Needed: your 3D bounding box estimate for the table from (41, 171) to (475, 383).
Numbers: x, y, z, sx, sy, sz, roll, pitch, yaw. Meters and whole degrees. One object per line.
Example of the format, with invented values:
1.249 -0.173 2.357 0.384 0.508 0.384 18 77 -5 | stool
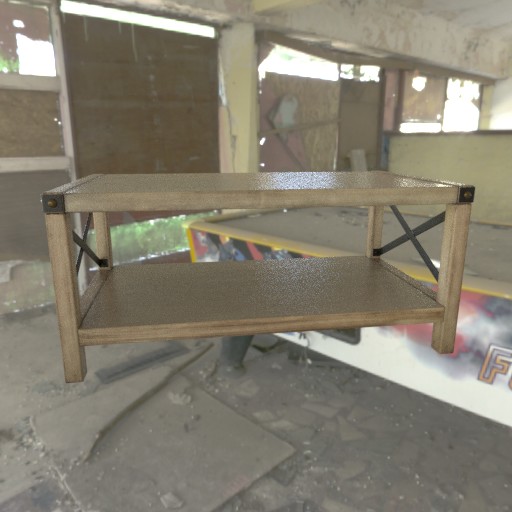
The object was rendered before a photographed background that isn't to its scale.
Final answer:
0.000 0.000 1.323 1.016 0.456 0.559 -2 15 -9 | table
